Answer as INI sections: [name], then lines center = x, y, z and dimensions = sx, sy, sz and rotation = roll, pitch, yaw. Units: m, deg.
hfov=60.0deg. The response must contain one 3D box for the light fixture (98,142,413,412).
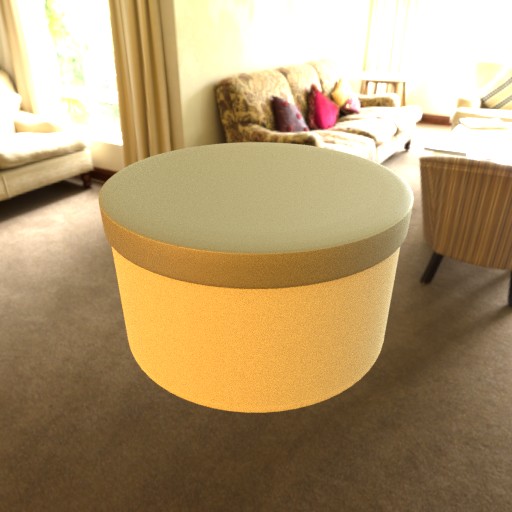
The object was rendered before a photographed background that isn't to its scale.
[light fixture]
center = 0.000, 0.000, 0.633
dimensions = 0.393, 0.229, 0.393
rotation = 0, 29, 0
